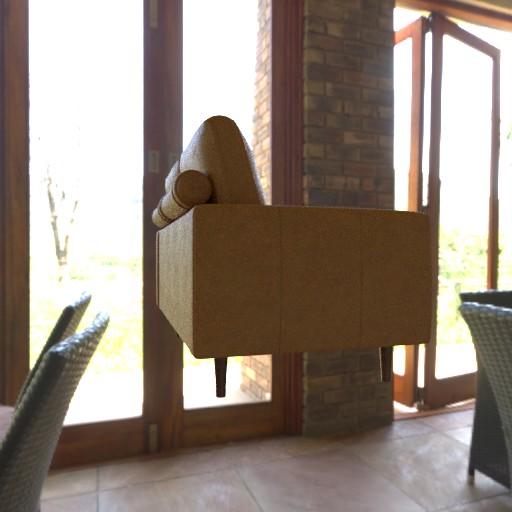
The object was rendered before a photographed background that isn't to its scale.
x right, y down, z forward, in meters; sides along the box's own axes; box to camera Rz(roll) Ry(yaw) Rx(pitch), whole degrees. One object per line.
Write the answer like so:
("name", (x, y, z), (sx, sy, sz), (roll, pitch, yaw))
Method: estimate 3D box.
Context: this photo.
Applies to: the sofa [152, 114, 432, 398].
("sofa", (0.000, 0.000, 2.025), (0.868, 0.898, 1.430), (0, 0, -17))
